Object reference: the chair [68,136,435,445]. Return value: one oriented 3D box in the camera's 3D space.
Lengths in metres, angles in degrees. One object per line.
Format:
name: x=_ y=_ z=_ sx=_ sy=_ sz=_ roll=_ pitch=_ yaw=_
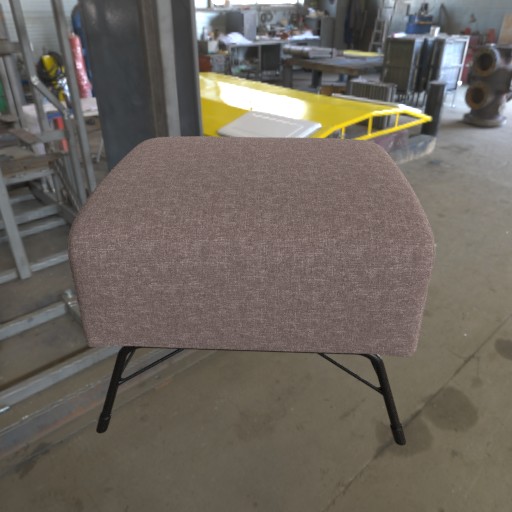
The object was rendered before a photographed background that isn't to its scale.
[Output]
chair: x=0.000 y=0.000 z=0.876 sx=0.530 sy=0.410 sz=0.530 roll=1 pitch=30 yaw=2
